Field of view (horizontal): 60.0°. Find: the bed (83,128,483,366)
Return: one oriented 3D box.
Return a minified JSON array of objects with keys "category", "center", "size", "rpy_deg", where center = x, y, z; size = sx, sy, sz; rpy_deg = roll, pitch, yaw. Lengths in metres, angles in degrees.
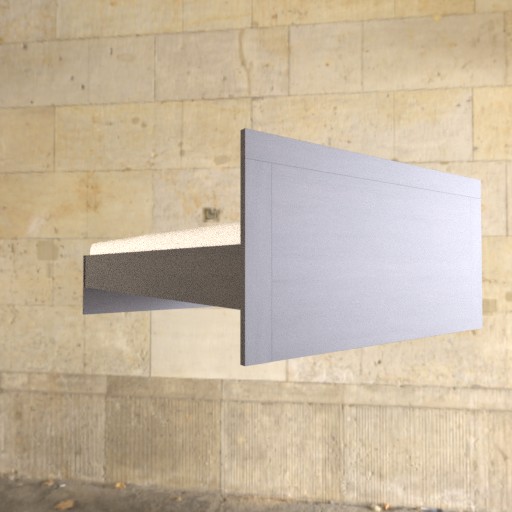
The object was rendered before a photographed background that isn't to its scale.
[{"category":"bed","center":[0.000,0.000,2.824],"size":[1.585,0.823,2.073],"rpy_deg":[1,-2,-36]}]
